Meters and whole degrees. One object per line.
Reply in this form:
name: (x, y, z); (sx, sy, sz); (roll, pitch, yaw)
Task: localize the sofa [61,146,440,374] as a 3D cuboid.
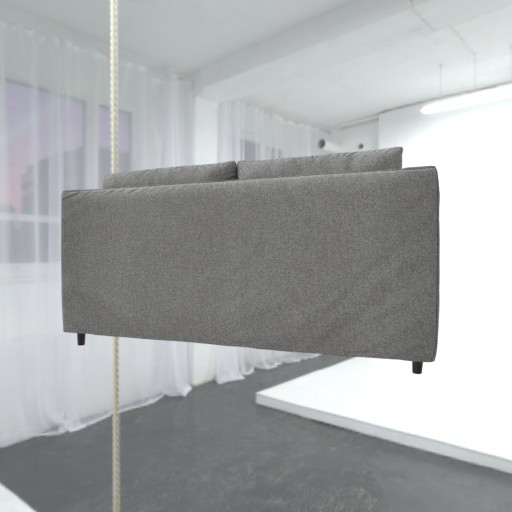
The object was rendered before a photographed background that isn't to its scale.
sofa: (0.000, 0.000, 2.653); (2.010, 1.018, 1.072); (0, 0, 20)
